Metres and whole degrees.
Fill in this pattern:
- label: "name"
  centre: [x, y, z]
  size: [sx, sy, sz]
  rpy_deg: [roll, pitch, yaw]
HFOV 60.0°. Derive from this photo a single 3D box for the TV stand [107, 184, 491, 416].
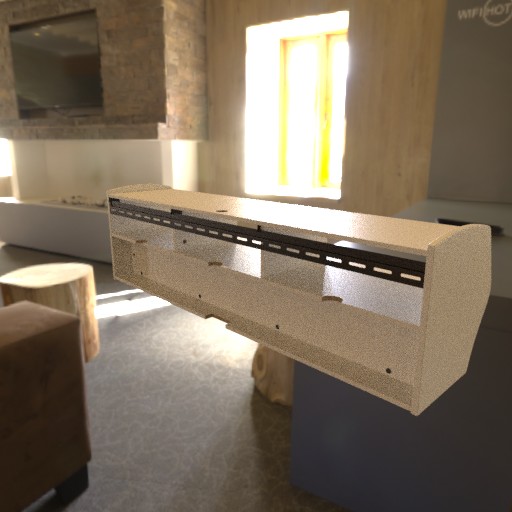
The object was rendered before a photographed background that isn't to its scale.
- label: "TV stand"
  centre: [0.000, 0.000, 1.617]
  size: [0.397, 0.424, 1.473]
  rpy_deg: [-14, 20, -43]
